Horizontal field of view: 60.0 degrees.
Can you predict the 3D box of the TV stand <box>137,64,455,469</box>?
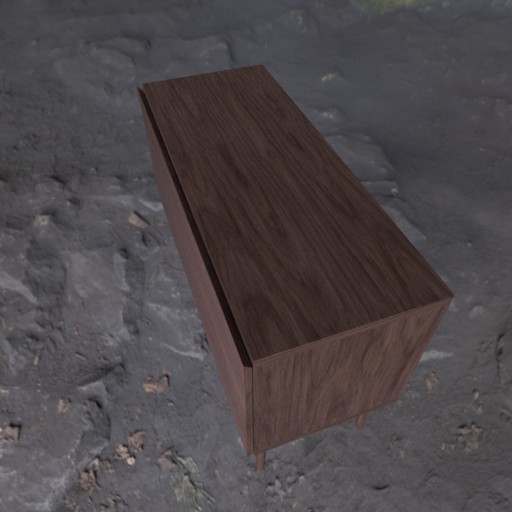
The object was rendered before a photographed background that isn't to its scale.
[{"bbox_3d":[0.000,0.000,1.310,0.405,0.660,0.990,-15,50,-13],"label":"TV stand"}]
